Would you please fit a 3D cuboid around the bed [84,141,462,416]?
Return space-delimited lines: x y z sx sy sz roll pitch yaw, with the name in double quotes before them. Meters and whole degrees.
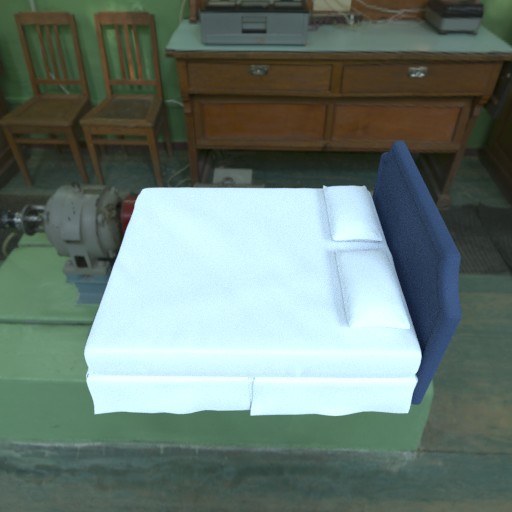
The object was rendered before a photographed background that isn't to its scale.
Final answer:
"bed" 0.000 0.000 4.063 2.773 1.488 2.350 0 42 0
